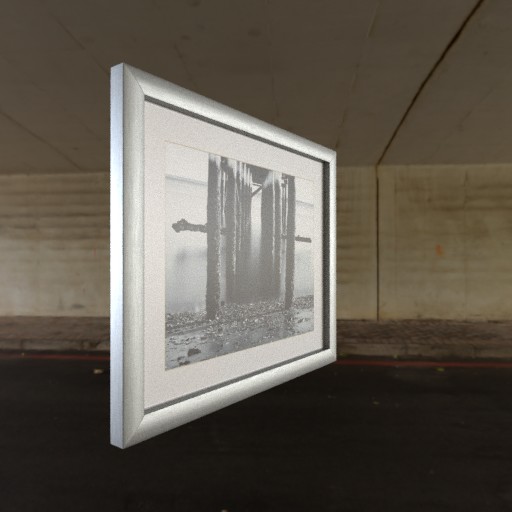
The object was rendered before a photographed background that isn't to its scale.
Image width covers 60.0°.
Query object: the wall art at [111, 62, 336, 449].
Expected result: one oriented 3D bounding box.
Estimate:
[{"bbox_3d":[0.000,0.000,0.752,0.028,0.457,0.556,0,0,37],"label":"wall art"}]
